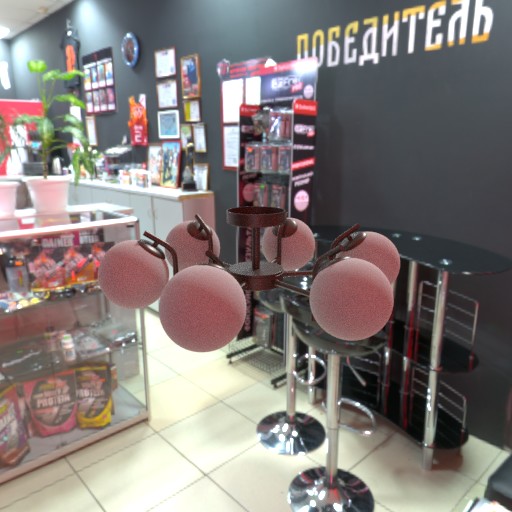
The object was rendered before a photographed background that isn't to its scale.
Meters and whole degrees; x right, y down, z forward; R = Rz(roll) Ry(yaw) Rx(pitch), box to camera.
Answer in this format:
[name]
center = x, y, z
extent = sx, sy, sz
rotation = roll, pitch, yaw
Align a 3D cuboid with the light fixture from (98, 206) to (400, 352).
[light fixture]
center = 0.000, 0.000, 0.967
extent = 0.662, 0.201, 0.662
rotation = 0, 14, 0
